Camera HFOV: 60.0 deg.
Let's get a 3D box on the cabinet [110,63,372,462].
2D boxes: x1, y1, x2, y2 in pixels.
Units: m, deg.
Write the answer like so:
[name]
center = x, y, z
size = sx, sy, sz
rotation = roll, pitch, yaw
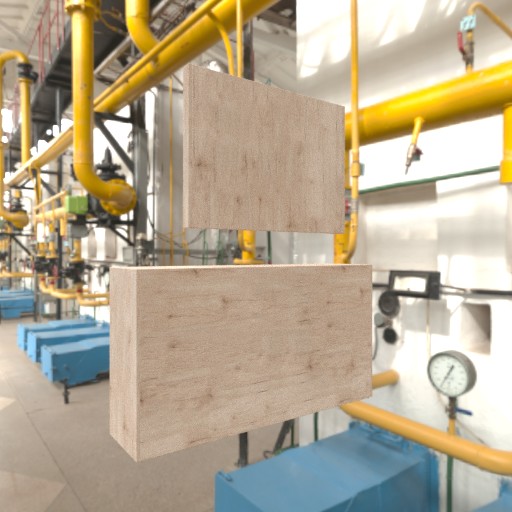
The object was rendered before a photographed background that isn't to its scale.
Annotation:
[cabinet]
center = 0.000, 0.000, 2.778
size = 1.700, 1.981, 0.420
rotation = 0, 0, -35
